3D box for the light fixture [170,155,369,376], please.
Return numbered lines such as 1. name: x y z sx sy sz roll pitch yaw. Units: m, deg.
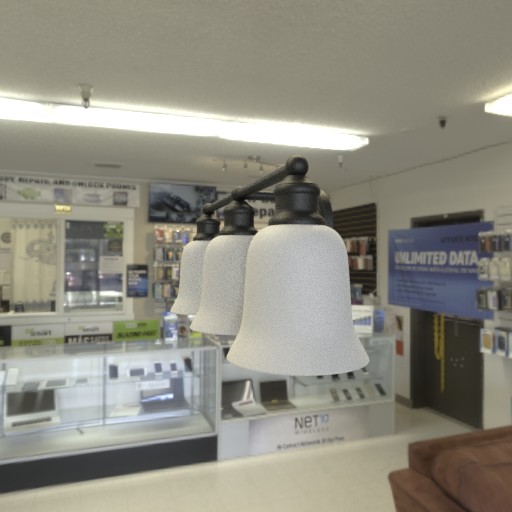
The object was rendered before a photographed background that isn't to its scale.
1. light fixture: 0.000 0.000 0.668 0.198 0.211 0.570 0 0 -18
